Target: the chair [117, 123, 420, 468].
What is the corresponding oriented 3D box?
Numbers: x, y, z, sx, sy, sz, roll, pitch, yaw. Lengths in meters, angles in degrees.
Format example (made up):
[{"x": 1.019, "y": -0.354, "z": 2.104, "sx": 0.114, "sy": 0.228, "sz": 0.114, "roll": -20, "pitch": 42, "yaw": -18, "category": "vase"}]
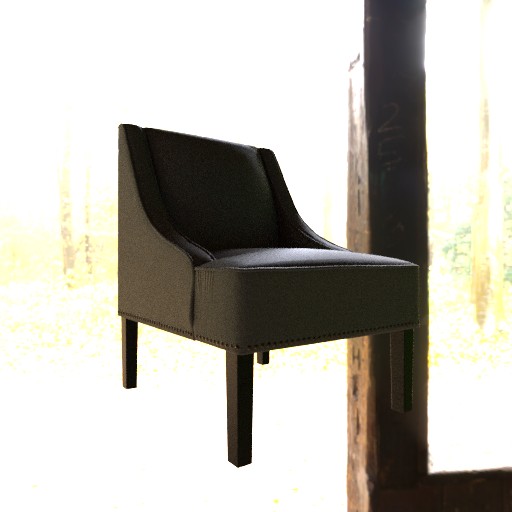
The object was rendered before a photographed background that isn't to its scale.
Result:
[{"x": 0.000, "y": 0.000, "z": 1.348, "sx": 0.631, "sy": 0.867, "sz": 0.747, "roll": 0, "pitch": 0, "yaw": -36, "category": "chair"}]
